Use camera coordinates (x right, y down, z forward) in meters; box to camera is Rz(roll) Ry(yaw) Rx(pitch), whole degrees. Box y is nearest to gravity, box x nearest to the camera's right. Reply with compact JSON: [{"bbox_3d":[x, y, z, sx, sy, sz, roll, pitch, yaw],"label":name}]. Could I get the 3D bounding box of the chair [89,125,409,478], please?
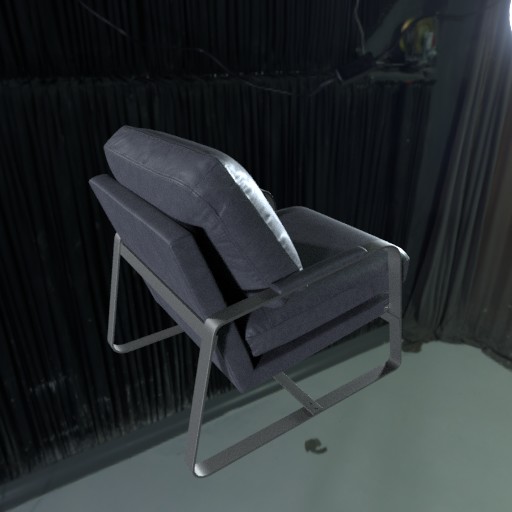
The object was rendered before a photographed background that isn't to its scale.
[{"bbox_3d":[0.000,0.000,1.474,0.878,0.839,0.692,-17,30,-31],"label":"chair"}]
